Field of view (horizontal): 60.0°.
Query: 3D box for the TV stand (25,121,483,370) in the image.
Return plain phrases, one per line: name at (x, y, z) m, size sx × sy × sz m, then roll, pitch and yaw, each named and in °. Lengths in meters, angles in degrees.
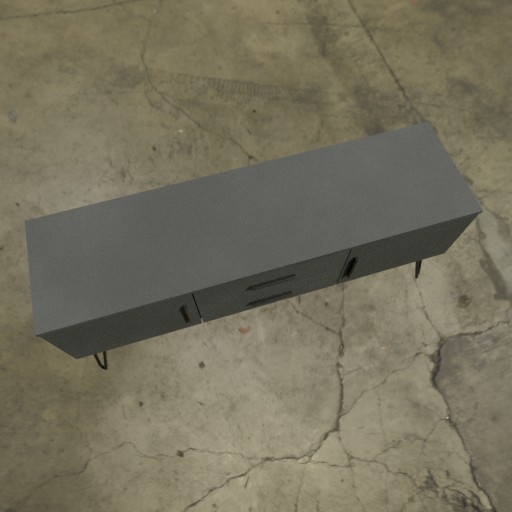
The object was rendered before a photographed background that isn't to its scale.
TV stand at (0.000, 0.000, 1.652) m, size 1.400 × 0.560 × 0.400 m, roll -15°, pitch 65°, yaw -7°
